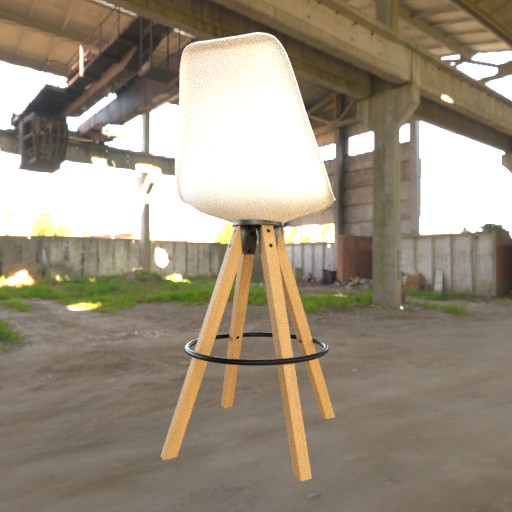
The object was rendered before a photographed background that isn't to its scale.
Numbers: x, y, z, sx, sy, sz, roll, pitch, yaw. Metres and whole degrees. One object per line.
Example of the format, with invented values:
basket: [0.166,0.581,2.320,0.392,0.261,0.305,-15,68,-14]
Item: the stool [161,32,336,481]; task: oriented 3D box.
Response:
stool: [0.000,0.000,1.373,0.482,1.115,0.549,0,0,18]
